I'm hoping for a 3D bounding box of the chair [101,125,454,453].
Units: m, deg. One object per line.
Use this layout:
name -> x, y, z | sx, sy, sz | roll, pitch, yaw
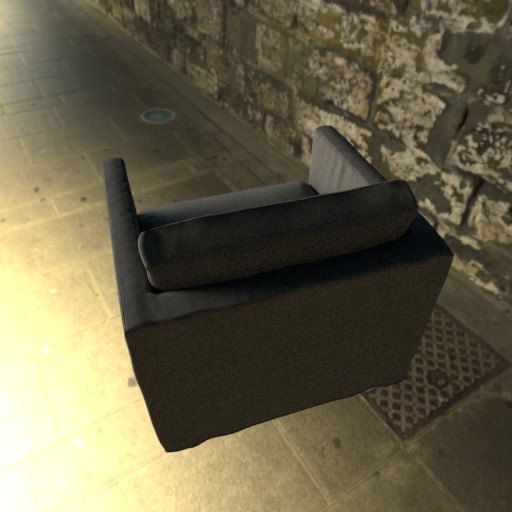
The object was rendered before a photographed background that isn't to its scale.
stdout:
chair -> 0.000, 0.000, 1.759 | 1.057, 0.863, 0.949 | -12, 43, -13
